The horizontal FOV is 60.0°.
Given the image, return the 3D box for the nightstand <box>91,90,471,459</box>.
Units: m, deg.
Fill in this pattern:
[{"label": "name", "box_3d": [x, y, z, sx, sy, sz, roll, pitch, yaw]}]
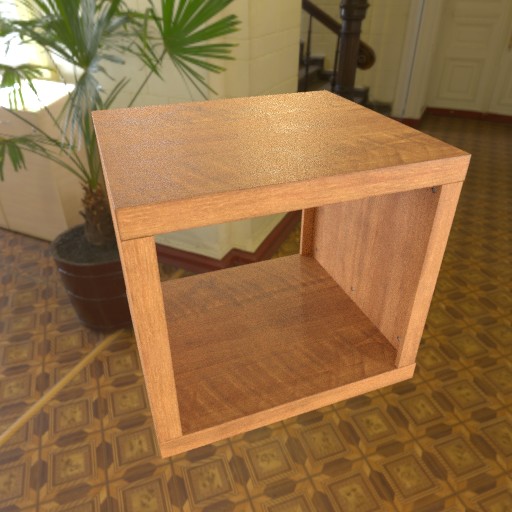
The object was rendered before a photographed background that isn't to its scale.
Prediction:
[{"label": "nightstand", "box_3d": [0.000, 0.000, 0.856, 0.493, 0.491, 0.436, -11, 34, -17]}]
